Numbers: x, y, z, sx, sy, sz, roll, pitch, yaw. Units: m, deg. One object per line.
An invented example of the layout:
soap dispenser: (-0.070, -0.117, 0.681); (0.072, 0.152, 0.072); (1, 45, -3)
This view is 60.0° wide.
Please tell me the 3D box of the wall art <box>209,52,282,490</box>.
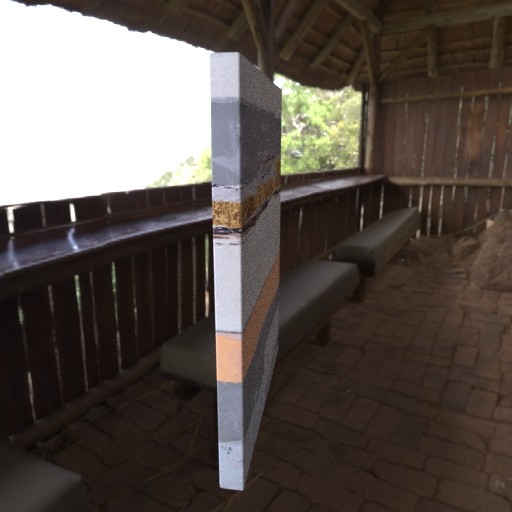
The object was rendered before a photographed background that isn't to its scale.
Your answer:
wall art: (0.000, 0.000, 0.805); (0.038, 0.609, 0.456); (3, 16, 9)
